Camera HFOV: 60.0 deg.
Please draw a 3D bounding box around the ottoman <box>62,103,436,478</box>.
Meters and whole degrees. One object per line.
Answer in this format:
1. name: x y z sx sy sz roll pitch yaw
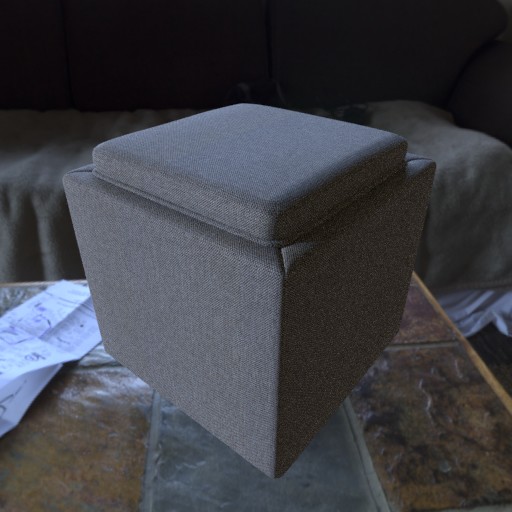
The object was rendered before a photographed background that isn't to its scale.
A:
1. ottoman: 0.000 0.000 0.821 0.450 0.460 0.450 24 39 32
